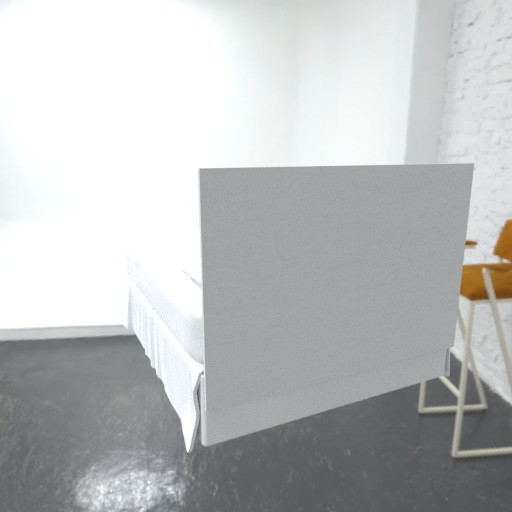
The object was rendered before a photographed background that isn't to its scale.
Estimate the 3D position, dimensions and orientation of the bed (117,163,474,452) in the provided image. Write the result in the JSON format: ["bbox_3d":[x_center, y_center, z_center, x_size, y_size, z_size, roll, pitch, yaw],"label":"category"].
[{"bbox_3d":[0.000,0.000,3.176,1.745,1.335,2.094,-6,15,-25],"label":"bed"}]
